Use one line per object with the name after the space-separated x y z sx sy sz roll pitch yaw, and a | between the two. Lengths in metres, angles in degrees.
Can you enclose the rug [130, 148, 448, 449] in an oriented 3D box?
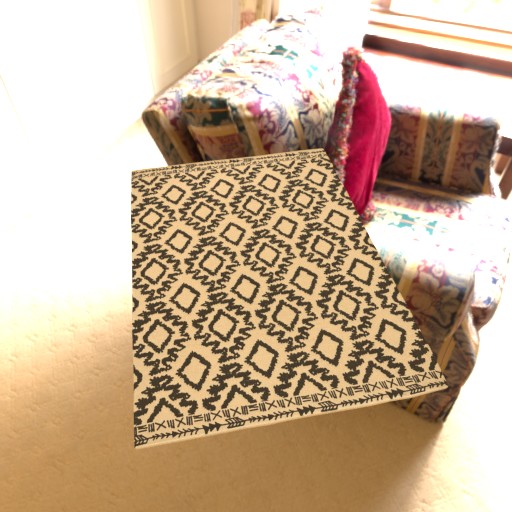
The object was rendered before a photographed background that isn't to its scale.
0.000 0.000 4.416 2.444 0.036 3.369 -8 48 -8 | rug
